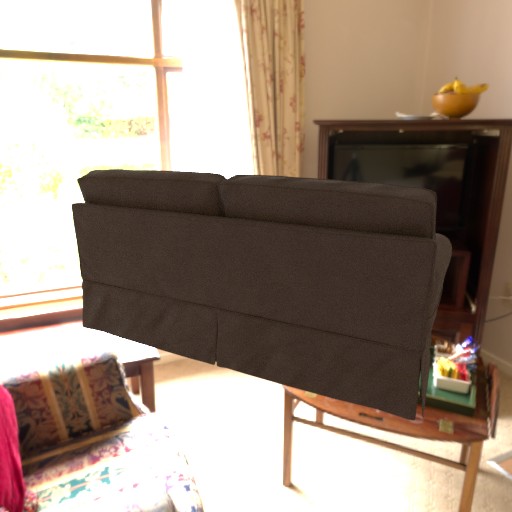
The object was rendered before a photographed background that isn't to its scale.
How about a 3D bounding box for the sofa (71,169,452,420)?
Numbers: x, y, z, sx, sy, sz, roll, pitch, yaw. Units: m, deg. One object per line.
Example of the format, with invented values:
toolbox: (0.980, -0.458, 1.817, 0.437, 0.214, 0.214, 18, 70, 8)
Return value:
sofa: (0.000, 0.000, 2.829, 2.256, 1.094, 0.983, 8, 18, 27)
